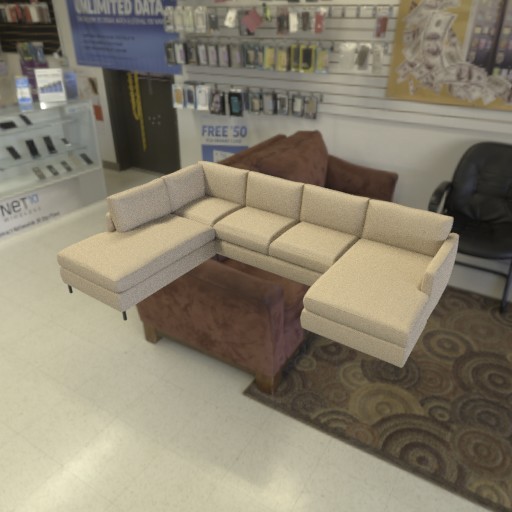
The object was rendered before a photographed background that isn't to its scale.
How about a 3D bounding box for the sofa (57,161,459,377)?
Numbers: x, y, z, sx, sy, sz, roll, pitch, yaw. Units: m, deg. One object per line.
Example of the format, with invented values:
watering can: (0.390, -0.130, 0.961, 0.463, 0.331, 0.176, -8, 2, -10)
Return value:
sofa: (0.000, 0.000, 3.623, 2.737, 0.756, 1.879, 19, 34, 30)
